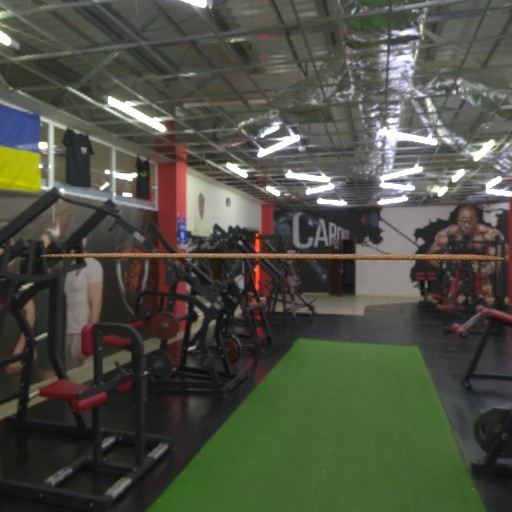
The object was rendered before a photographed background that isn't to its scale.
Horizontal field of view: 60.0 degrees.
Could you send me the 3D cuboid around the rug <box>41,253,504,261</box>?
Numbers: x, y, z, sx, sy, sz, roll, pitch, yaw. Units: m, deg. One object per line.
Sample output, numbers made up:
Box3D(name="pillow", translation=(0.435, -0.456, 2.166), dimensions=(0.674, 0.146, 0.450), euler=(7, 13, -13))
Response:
Box3D(name="rug", translation=(0.000, 0.000, 1.936), dimensions=(1.820, 0.013, 0.556), euler=(0, 1, 18))
